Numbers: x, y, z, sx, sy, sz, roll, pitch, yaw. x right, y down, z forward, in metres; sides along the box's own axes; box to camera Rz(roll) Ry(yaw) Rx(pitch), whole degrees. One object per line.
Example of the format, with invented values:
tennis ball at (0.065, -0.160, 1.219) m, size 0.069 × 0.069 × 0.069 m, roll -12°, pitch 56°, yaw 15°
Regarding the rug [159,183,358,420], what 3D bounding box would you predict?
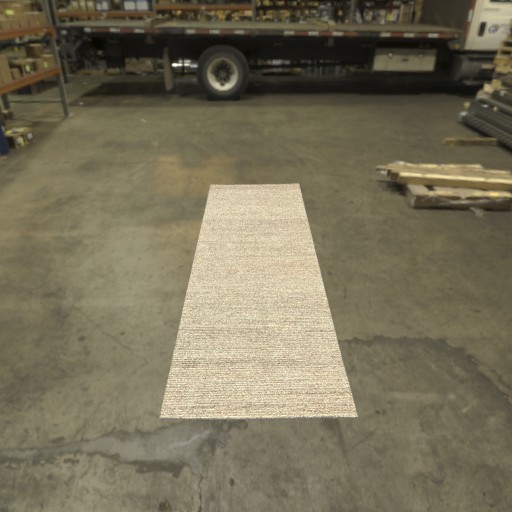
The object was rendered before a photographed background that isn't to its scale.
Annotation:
rug at (0.000, 0.000, 2.670) m, size 0.741 × 0.014 × 2.390 m, roll 0°, pitch 30°, yaw 0°
